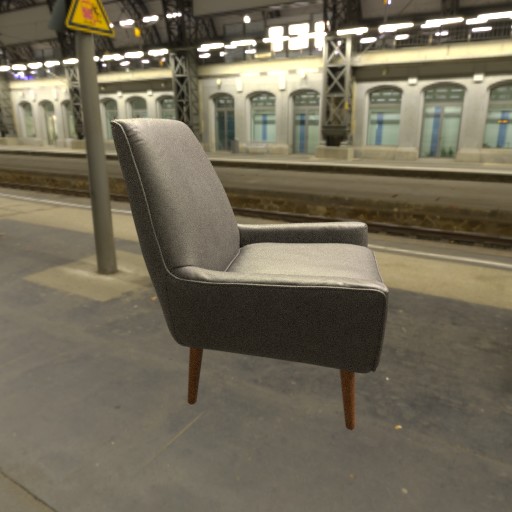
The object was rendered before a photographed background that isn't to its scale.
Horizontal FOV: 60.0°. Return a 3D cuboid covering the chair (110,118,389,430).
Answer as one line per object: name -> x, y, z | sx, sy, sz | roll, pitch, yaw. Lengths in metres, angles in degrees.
chair -> 0.000, 0.000, 1.497 | 0.822, 0.888, 0.787 | 3, 17, 9
